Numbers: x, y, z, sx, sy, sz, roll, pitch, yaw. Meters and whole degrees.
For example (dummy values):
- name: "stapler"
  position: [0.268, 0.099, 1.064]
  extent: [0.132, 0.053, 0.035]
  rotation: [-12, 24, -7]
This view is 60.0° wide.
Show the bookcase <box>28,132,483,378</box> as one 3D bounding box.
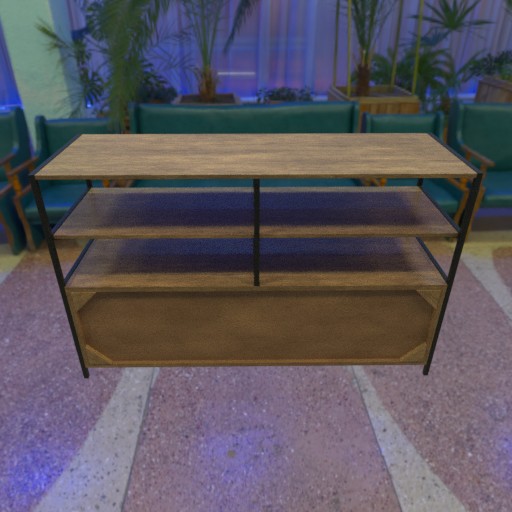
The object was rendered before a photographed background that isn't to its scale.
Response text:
- name: "bookcase"
  position: [0.000, 0.000, 1.465]
  extent: [1.149, 0.712, 0.391]
  rotation: [0, 31, -1]
